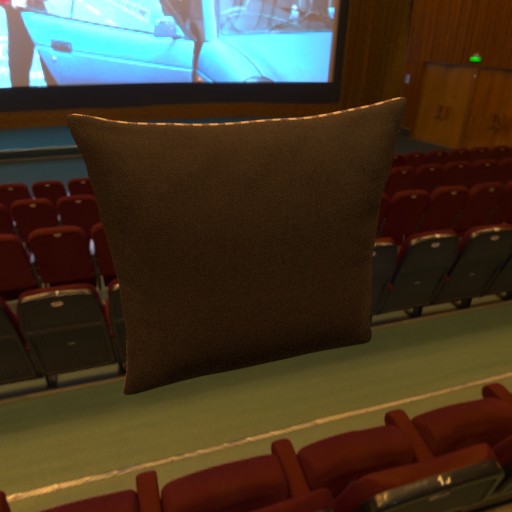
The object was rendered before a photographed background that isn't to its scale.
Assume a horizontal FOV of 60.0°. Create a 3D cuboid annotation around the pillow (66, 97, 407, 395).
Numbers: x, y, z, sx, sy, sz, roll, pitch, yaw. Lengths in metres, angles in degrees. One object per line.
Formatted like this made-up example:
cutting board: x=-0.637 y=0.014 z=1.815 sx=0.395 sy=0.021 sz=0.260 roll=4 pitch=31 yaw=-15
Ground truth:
pillow: x=0.000 y=0.000 z=0.770 sx=0.523 sy=0.506 sz=0.166 roll=-8 pitch=29 yaw=-15
